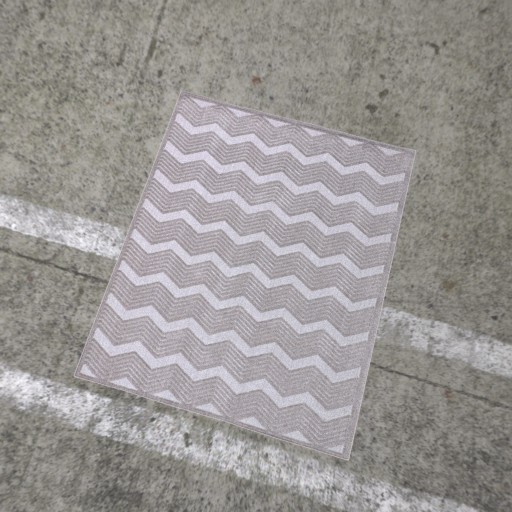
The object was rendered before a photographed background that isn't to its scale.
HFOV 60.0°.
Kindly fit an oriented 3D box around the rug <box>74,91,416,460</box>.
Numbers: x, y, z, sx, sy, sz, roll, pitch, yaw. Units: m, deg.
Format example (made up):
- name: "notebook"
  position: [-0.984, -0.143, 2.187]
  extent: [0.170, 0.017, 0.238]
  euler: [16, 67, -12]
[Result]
- name: "rug"
  position: [0.000, 0.000, 4.018]
  extent: [2.391, 0.005, 2.880]
  euler: [16, 76, 4]
